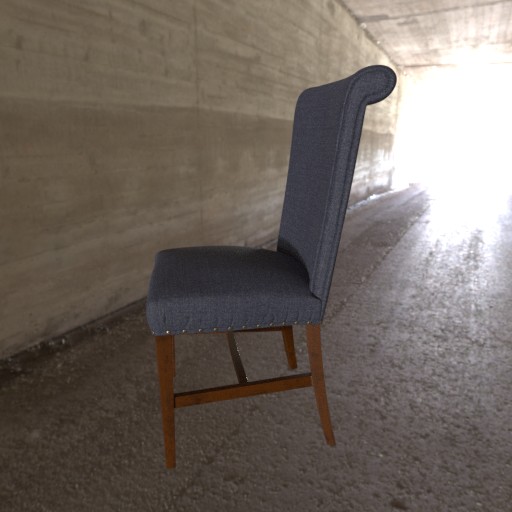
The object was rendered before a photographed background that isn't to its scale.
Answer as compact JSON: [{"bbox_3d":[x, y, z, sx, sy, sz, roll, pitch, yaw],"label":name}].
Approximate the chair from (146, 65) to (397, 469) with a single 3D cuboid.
[{"bbox_3d":[0.000,0.000,1.301,0.608,0.988,0.513,-3,15,-10],"label":"chair"}]
